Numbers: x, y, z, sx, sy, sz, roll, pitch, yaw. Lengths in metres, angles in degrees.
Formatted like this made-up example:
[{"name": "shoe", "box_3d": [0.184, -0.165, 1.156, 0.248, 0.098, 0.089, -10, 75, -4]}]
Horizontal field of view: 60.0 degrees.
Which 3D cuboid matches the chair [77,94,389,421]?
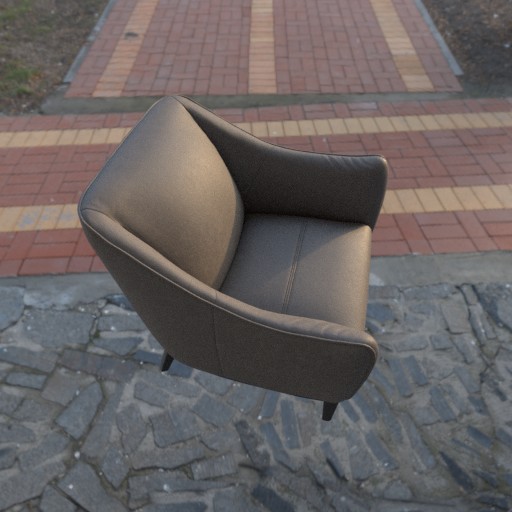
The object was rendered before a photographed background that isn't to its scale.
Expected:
[{"name": "chair", "box_3d": [0.000, 0.000, 1.583, 0.852, 0.830, 0.871, 10, 48, 9]}]
